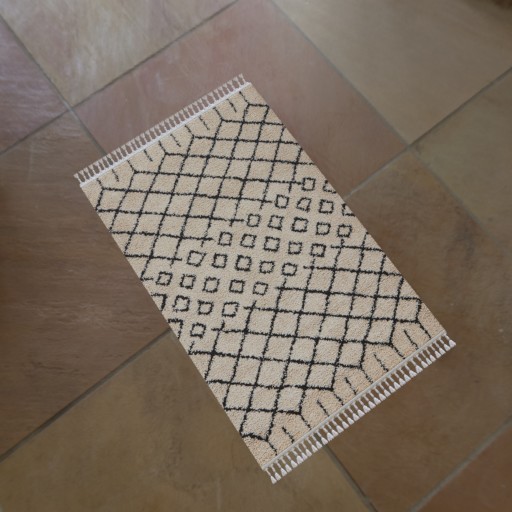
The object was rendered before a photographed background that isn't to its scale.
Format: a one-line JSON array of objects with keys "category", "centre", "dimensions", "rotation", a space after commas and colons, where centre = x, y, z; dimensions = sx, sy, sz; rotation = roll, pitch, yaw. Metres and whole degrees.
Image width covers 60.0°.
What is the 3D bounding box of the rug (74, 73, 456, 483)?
[{"category": "rug", "centre": [0.000, 0.000, 2.463], "dimensions": [1.196, 0.008, 2.006], "rotation": [-34, 79, -8]}]
